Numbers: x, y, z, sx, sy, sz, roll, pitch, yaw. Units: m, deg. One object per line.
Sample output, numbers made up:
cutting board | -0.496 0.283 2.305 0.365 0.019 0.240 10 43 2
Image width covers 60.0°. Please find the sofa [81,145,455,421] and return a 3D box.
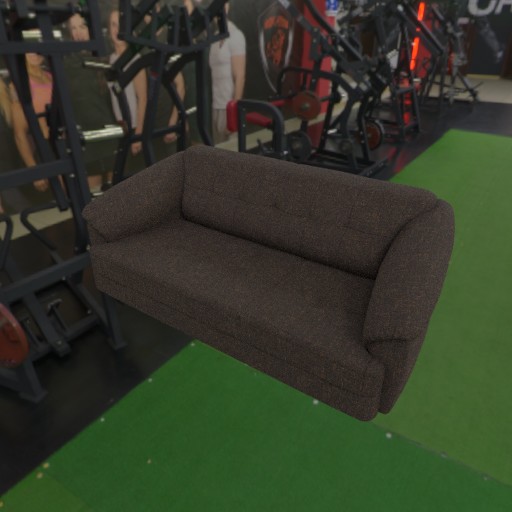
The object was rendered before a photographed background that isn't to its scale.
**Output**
sofa | 0.000 0.000 2.265 1.849 0.790 0.887 19 34 31
